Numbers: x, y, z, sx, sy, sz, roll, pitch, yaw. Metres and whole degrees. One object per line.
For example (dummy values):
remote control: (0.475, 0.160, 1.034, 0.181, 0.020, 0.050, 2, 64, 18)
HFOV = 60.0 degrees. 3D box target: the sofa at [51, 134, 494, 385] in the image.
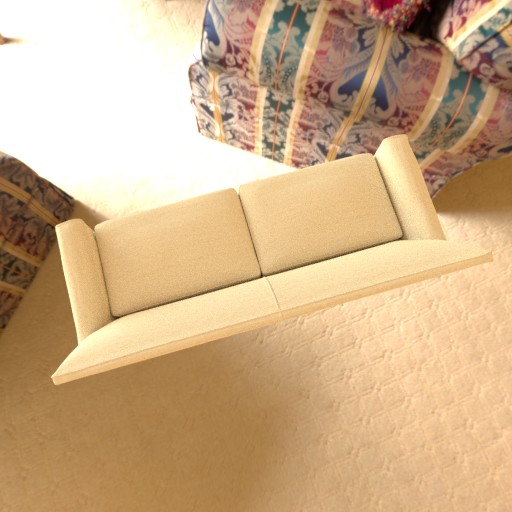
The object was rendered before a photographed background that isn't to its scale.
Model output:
sofa: (0.000, 0.000, 2.441, 2.001, 0.907, 0.841, -15, 76, -4)
